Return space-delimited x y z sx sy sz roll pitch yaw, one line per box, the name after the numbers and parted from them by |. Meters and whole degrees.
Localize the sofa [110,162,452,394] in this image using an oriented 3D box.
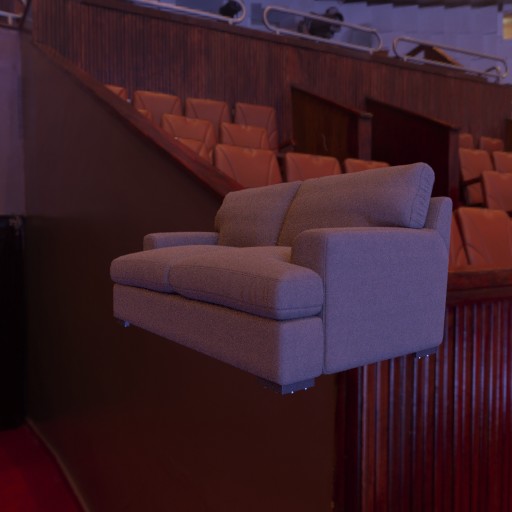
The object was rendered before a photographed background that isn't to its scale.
0.000 0.000 2.606 1.140 0.950 1.869 -2 3 -37 | sofa
